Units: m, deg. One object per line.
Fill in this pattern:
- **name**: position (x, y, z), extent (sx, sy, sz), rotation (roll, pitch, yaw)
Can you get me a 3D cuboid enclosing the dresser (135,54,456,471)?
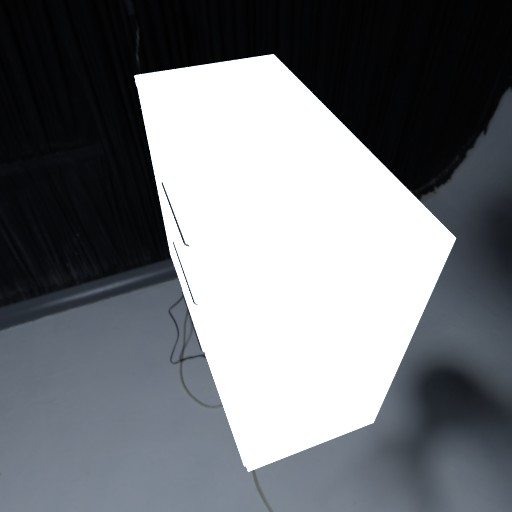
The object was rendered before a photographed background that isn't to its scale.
- **dresser**: position (0.000, 0.000, 1.241), extent (0.420, 0.740, 0.830), rotation (-15, 48, -14)
